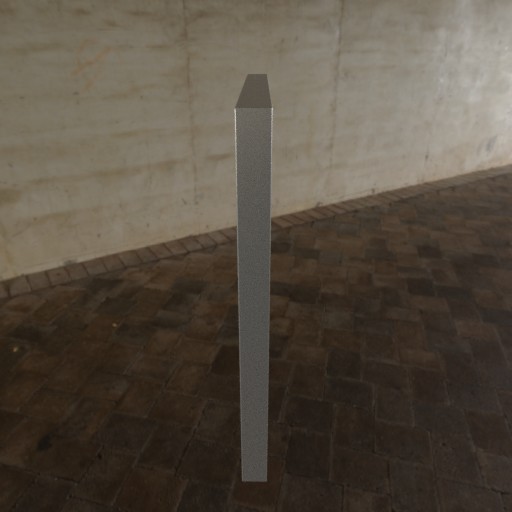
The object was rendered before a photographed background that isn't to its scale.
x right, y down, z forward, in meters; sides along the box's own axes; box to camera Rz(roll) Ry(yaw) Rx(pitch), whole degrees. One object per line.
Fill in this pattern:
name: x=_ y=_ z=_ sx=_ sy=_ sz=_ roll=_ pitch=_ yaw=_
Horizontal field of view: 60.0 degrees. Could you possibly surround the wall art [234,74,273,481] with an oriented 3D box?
wall art: x=0.000 y=0.000 z=0.762 sx=0.038 sy=0.549 sz=0.452 roll=0 pitch=26 yaw=1
